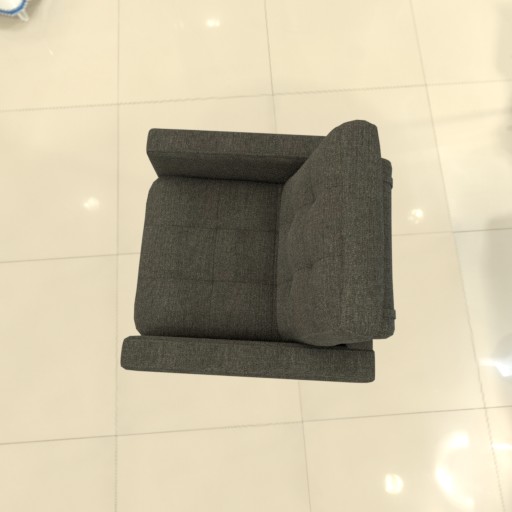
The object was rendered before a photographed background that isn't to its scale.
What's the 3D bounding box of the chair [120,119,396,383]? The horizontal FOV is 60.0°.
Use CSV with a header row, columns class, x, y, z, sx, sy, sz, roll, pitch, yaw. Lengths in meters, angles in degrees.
class,x,y,z,sx,sy,sz,roll,pitch,yaw
chair,0.000,0.000,1.559,0.843,0.880,0.821,3,76,1
